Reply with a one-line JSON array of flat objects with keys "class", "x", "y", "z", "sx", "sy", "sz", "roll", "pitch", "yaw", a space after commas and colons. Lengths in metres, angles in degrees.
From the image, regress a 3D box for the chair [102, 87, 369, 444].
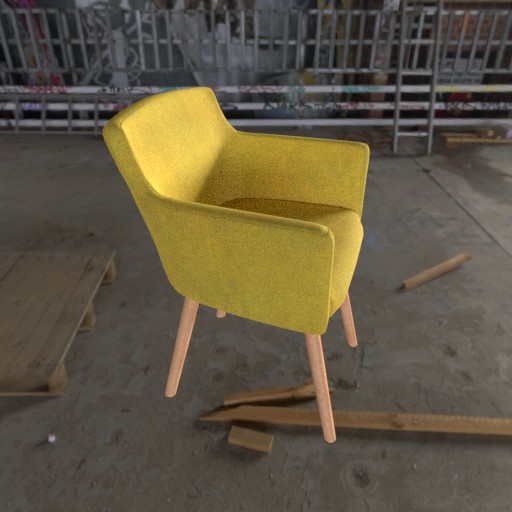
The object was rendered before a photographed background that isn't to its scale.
[{"class": "chair", "x": 0.000, "y": 0.000, "z": 1.173, "sx": 0.570, "sy": 0.780, "sz": 0.570, "roll": 10, "pitch": 32, "yaw": 16}]
